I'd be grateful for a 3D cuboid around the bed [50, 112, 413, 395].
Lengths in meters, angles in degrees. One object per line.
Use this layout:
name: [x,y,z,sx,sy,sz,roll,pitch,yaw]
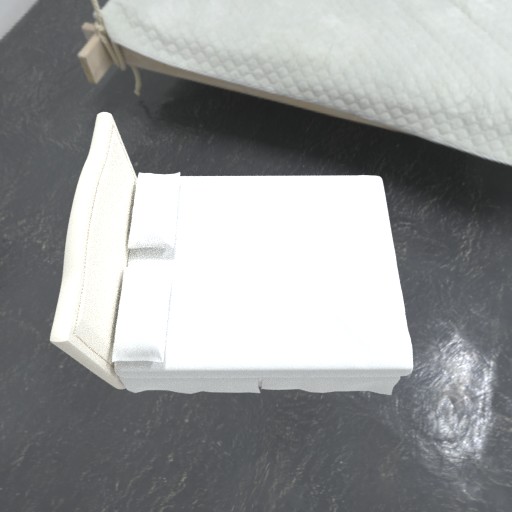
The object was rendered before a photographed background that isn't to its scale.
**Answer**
bed: [0.000,0.000,3.376,2.282,1.436,1.821,0,63,0]
